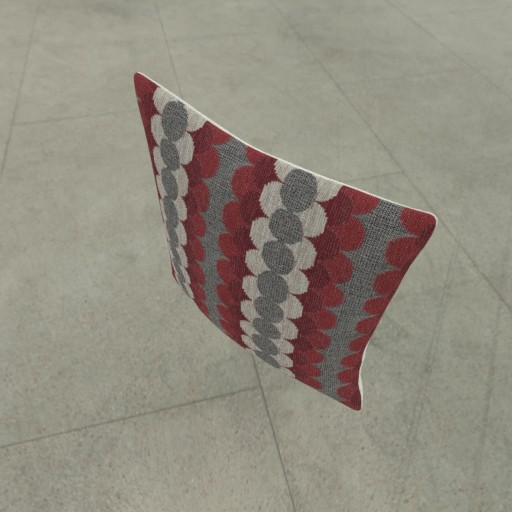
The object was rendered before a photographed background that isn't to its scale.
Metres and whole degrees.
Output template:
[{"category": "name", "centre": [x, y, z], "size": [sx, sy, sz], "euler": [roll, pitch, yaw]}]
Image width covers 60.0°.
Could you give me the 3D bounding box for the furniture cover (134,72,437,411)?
[{"category": "furniture cover", "centre": [0.000, 0.000, 0.642], "size": [0.435, 0.420, 0.145], "euler": [32, 55, 26]}]
